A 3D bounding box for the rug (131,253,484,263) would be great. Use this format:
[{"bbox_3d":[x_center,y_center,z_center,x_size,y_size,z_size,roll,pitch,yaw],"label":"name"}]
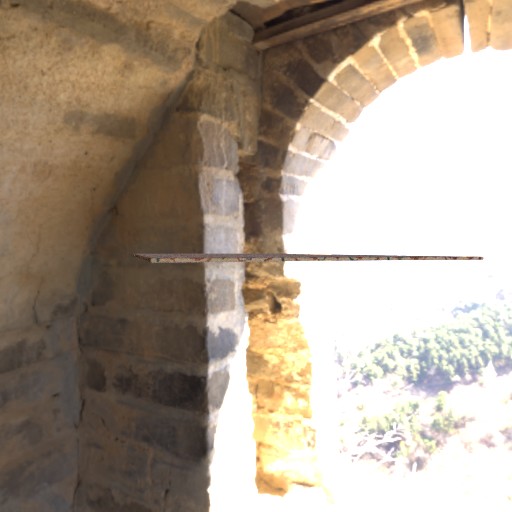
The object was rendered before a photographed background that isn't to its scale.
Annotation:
[{"bbox_3d":[0.000,0.000,2.954,1.541,0.018,2.297,0,1,-17],"label":"rug"}]
